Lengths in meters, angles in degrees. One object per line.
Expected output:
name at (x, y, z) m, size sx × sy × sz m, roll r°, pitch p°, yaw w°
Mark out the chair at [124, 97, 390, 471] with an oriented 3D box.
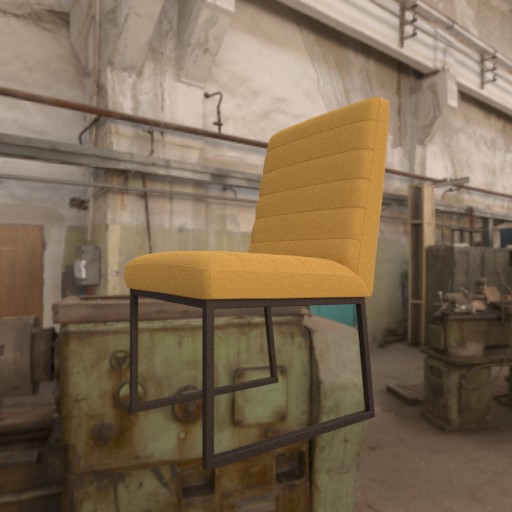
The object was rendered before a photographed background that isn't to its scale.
chair at (0.000, 0.000, 1.316) m, size 0.634 × 0.930 × 0.520 m, roll 0°, pitch 0°, yaw -36°
